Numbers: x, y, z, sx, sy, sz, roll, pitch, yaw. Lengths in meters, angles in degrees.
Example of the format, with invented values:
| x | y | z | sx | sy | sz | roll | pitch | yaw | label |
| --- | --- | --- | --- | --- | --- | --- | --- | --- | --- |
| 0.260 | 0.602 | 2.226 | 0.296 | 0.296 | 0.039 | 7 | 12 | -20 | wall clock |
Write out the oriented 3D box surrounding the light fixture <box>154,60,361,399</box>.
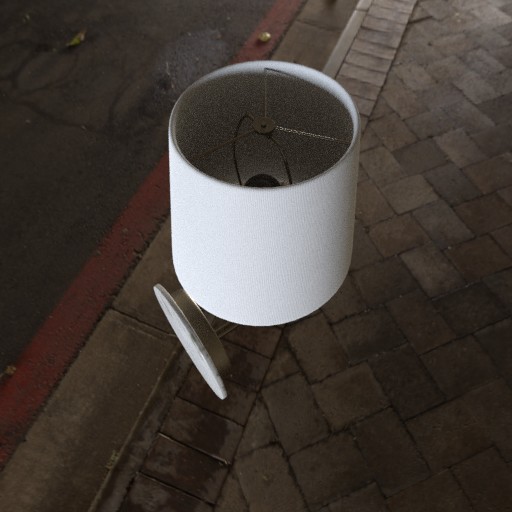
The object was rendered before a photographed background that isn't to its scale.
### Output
| x | y | z | sx | sy | sz | roll | pitch | yaw | label |
| --- | --- | --- | --- | --- | --- | --- | --- | --- | --- |
| 0.000 | 0.000 | 0.437 | 0.188 | 0.337 | 0.168 | -31 | 63 | -18 | light fixture |
